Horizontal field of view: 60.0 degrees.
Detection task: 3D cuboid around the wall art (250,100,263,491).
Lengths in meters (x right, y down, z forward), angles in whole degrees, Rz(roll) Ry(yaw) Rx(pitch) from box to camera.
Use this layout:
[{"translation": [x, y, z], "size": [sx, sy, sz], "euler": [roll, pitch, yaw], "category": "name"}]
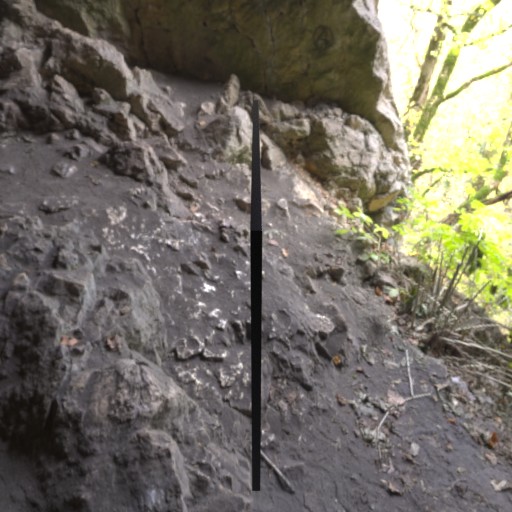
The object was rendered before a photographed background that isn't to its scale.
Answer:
[{"translation": [0.000, 0.000, 0.850], "size": [0.013, 0.447, 0.660], "euler": [0, 30, 0], "category": "wall art"}]
